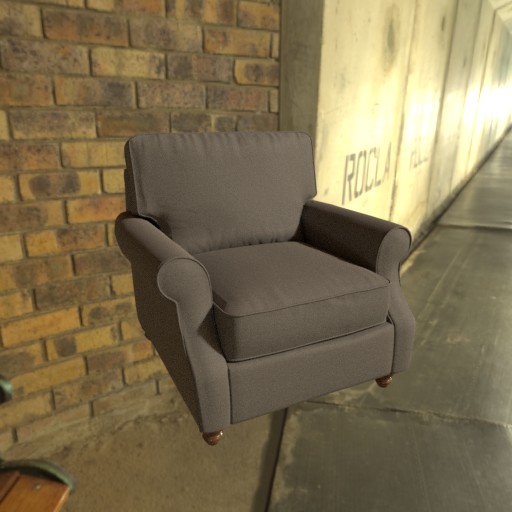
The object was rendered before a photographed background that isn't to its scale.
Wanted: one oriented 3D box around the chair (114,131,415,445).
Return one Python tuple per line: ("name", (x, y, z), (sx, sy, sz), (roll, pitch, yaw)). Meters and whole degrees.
("chair", (0.000, 0.000, 1.809), (1.029, 0.967, 0.966), (-8, 19, -25))
